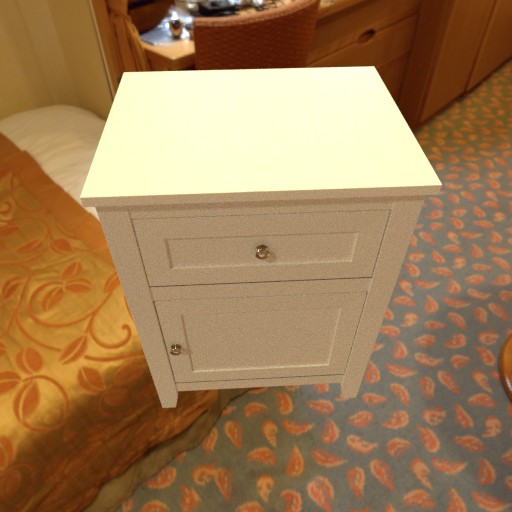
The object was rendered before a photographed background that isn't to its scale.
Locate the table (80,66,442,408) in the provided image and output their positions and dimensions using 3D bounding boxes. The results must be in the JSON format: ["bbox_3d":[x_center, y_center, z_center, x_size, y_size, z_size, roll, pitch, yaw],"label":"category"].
[{"bbox_3d":[0.000,0.000,0.944,0.480,0.635,0.381,-2,46,-2],"label":"table"}]
